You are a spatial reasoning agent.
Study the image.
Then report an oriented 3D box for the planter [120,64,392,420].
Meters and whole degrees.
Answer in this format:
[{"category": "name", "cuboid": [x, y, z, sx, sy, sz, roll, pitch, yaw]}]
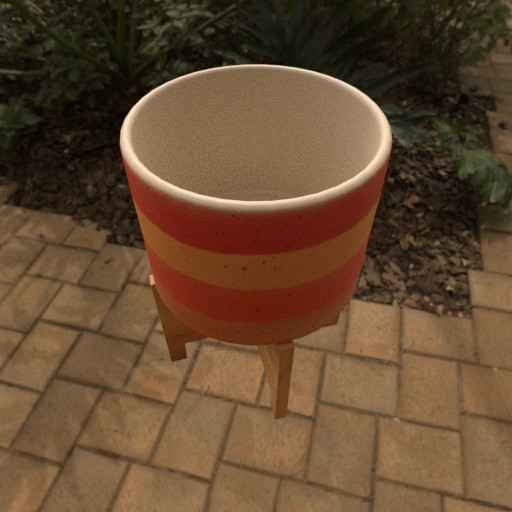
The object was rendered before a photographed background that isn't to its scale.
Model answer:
[{"category": "planter", "cuboid": [0.000, 0.000, 0.561, 0.269, 0.379, 0.269, 0, 47, 0]}]
